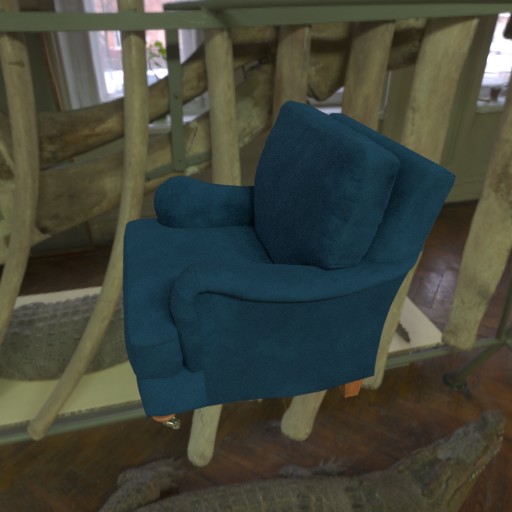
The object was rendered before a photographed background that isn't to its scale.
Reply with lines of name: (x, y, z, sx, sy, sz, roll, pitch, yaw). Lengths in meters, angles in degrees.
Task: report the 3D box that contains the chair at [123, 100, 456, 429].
chair: (0.000, 0.000, 1.819, 1.078, 1.076, 0.895, -8, 31, -13)
